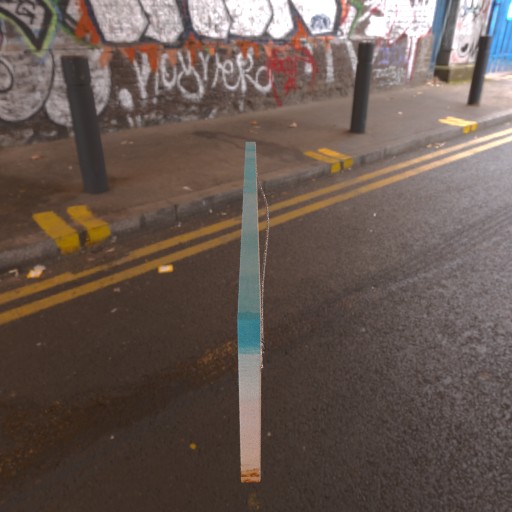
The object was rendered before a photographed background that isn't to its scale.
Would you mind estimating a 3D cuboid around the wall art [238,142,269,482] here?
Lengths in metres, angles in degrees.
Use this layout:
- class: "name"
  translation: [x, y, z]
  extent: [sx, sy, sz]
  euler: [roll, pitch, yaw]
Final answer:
- class: "wall art"
  translation: [0.000, 0.000, 0.841]
  extent: [0.044, 0.254, 0.759]
  euler: [0, 28, 0]
